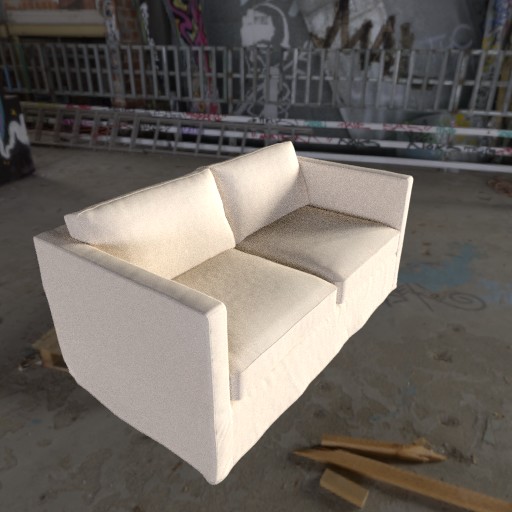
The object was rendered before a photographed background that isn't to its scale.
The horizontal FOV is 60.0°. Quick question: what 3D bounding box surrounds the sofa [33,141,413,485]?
[{"bbox_3d":[0.000,0.000,2.241,0.962,0.834,1.746,19,32,32],"label":"sofa"}]
